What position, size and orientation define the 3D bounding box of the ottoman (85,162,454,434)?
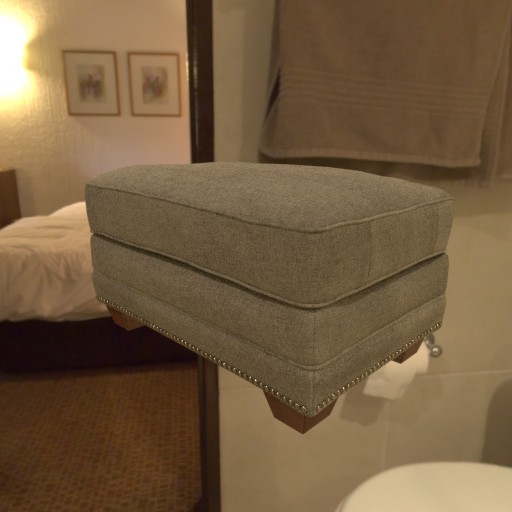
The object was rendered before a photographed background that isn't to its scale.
[{"bbox_3d":[0.000,0.000,1.139,0.561,0.457,0.813,-15,21,-43],"label":"ottoman"}]
